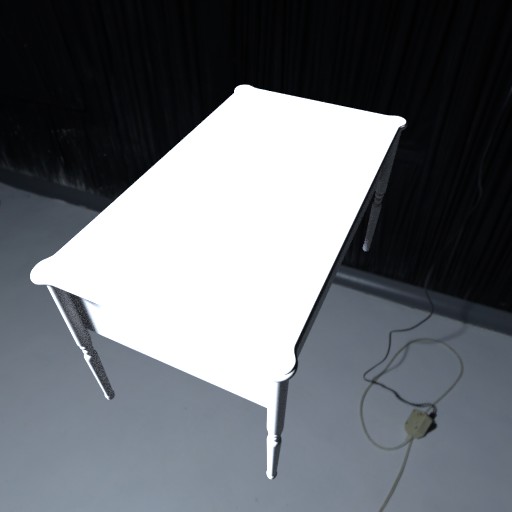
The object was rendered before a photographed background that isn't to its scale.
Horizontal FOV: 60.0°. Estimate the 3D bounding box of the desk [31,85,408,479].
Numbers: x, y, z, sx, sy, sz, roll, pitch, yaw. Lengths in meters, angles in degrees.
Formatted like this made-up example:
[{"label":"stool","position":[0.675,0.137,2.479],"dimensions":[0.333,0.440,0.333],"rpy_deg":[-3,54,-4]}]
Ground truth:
[{"label":"desk","position":[0.000,0.000,1.834],"dimensions":[0.807,0.762,1.380],"rpy_deg":[18,48,17]}]
